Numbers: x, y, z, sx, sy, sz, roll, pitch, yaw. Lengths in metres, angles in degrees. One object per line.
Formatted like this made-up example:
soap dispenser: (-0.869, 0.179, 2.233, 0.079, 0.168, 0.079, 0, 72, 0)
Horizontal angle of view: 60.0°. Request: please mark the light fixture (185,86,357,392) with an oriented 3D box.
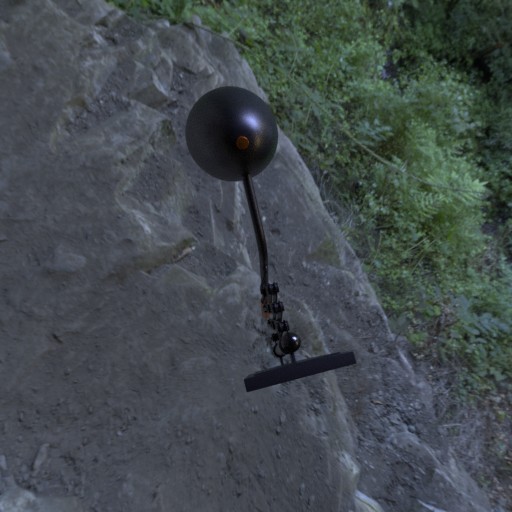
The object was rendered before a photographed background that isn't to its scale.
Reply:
light fixture: (0.000, 0.000, 0.935, 0.162, 0.715, 0.499, -14, 76, -3)
